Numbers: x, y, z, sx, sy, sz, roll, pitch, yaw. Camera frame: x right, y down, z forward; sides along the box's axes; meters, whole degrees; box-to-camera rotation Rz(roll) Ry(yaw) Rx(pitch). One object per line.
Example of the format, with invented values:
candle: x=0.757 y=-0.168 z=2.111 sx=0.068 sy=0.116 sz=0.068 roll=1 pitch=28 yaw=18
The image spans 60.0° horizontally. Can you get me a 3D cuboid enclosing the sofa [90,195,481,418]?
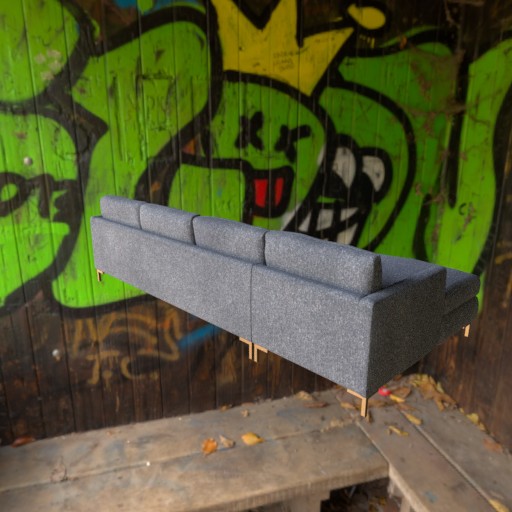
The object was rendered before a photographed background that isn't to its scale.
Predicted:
sofa: x=0.000 y=0.000 z=3.468 sx=1.350 sy=0.810 sz=2.932 roll=-15 pitch=22 yaw=-42
